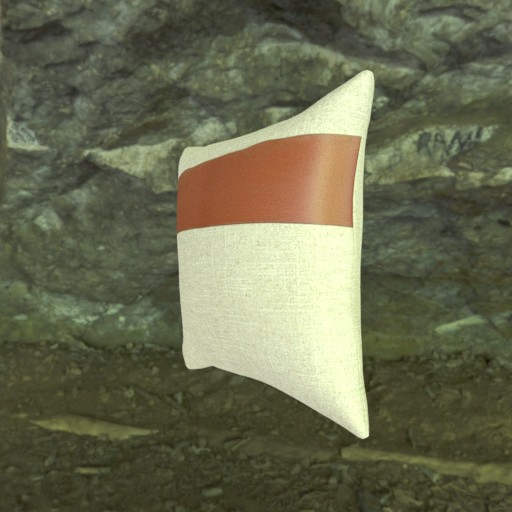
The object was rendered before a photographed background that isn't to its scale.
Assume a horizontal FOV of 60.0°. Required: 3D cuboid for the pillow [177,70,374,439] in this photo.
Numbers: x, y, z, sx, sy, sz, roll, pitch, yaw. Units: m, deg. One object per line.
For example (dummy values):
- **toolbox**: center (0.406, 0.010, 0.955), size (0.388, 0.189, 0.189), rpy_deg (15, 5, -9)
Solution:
- **pillow**: center (0.000, 0.000, 0.639), size (0.173, 0.399, 0.414), rpy_deg (0, -1, -37)
